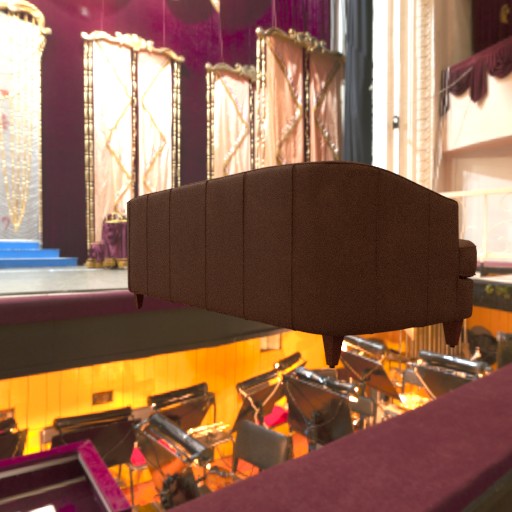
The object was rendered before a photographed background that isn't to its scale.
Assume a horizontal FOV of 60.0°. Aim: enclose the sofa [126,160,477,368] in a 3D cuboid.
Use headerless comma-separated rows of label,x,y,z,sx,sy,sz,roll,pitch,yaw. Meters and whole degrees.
sofa,0.000,0.000,2.611,0.927,0.787,2.227,-1,2,-36
